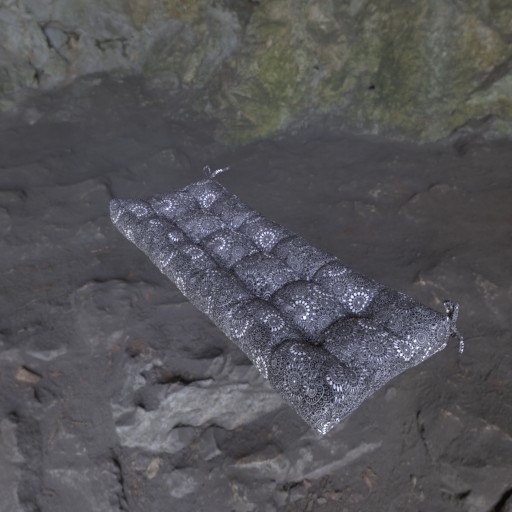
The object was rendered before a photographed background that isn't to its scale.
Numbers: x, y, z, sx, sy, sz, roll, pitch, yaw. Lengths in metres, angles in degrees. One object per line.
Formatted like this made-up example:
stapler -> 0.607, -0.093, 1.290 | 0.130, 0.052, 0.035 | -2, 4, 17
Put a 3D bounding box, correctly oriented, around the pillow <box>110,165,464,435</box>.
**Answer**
pillow -> 0.000, 0.000, 1.352 | 0.511, 0.174, 1.194 | -22, 38, -30
